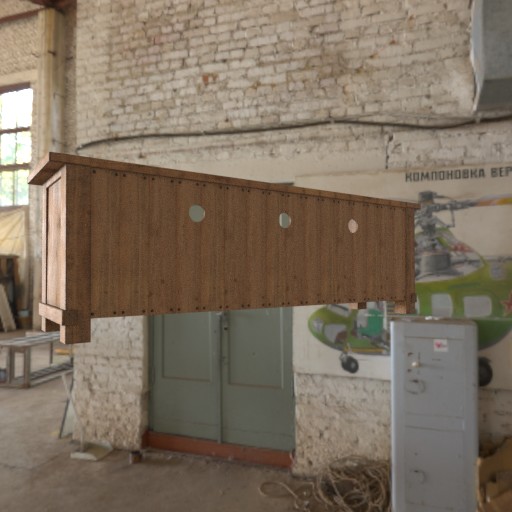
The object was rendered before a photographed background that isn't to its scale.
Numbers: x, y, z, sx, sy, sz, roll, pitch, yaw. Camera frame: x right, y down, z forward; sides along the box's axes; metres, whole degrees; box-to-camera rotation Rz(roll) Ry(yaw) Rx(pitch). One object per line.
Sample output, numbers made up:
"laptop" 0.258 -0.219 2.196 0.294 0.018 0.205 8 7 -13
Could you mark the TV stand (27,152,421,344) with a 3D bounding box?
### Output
"TV stand" 0.000 0.000 1.997 1.804 0.573 0.453 1 -2 -35
